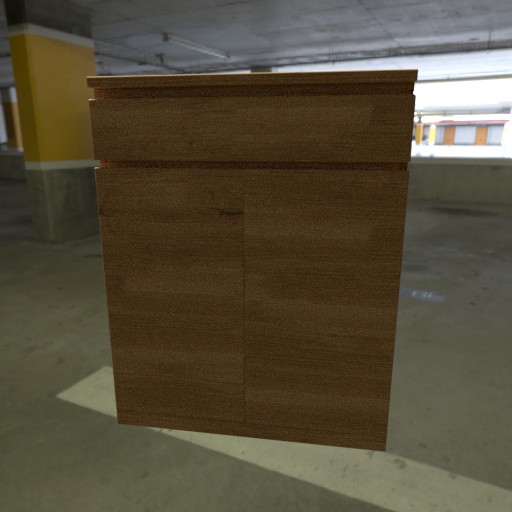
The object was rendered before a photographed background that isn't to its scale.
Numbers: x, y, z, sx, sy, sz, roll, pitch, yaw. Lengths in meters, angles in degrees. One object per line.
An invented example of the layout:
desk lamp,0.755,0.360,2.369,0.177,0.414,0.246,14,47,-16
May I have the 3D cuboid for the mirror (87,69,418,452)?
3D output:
mirror,0.000,0.000,1.368,0.800,1.000,0.400,2,15,9
